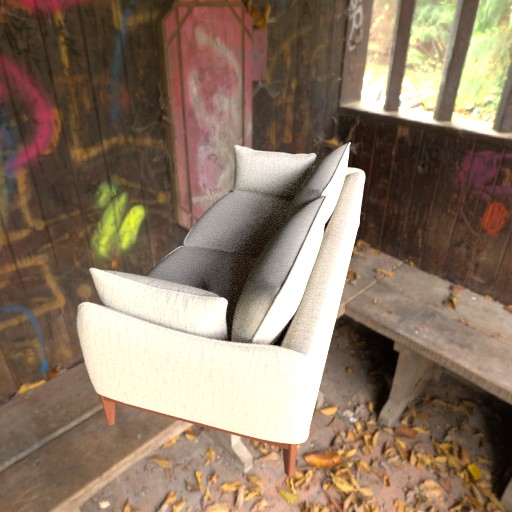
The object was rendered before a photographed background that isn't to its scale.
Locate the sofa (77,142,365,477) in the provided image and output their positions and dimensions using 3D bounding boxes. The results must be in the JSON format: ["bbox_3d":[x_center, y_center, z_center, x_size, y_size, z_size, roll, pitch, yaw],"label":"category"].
[{"bbox_3d":[0.000,0.000,2.482,0.991,0.860,1.989,9,32,15],"label":"sofa"}]
